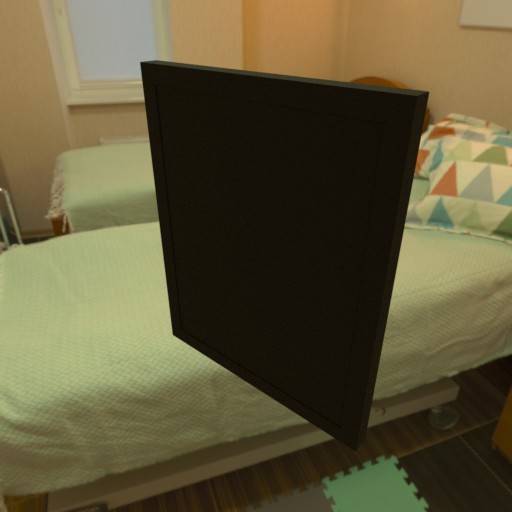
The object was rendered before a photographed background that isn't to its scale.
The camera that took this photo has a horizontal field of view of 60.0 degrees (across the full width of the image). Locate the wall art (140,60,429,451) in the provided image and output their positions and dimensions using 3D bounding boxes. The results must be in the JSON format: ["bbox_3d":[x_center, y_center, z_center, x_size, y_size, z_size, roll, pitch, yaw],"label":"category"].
[{"bbox_3d":[0.000,0.000,0.729,0.457,0.559,0.033,23,37,34],"label":"wall art"}]
